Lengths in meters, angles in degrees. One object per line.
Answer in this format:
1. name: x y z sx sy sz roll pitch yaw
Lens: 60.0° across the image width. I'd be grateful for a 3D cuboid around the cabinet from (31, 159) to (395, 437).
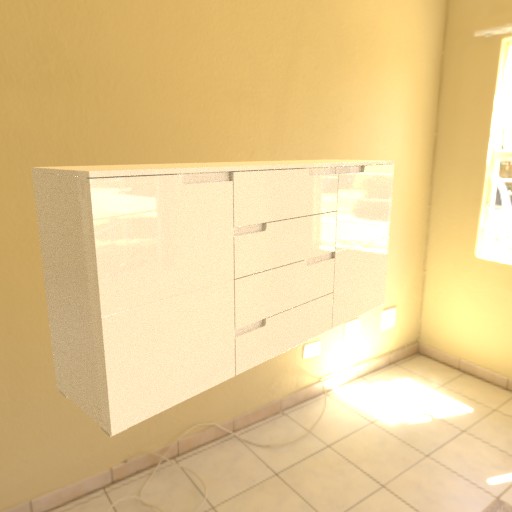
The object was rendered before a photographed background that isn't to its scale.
1. cabinet: 0.000 0.000 1.950 0.400 0.800 1.650 13 18 43
